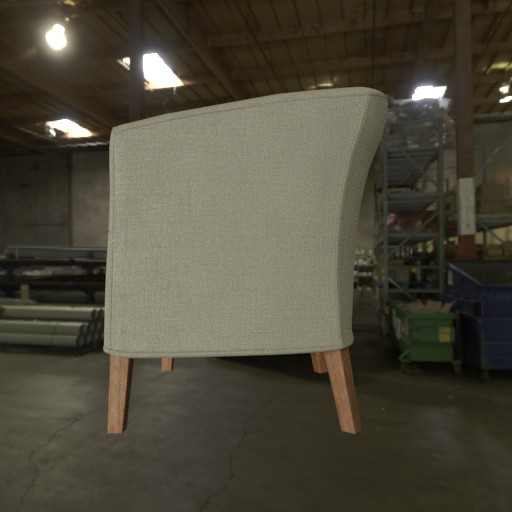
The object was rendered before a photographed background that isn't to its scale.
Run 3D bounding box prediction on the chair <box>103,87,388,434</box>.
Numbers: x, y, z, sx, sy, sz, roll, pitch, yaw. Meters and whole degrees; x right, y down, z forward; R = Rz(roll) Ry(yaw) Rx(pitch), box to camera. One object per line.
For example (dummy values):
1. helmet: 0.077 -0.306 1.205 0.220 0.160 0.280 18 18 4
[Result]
1. chair: 0.000 0.000 1.230 0.668 0.771 0.600 0 0 1
